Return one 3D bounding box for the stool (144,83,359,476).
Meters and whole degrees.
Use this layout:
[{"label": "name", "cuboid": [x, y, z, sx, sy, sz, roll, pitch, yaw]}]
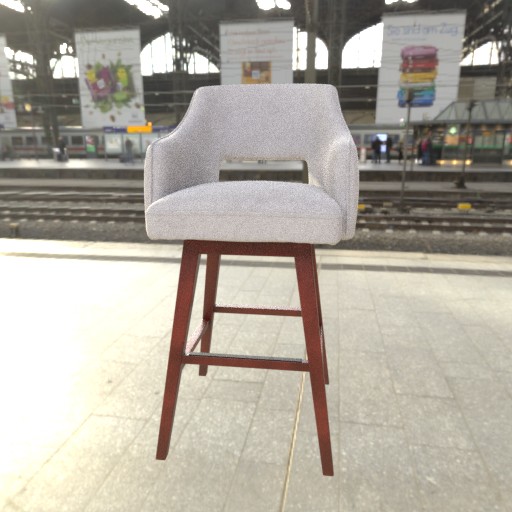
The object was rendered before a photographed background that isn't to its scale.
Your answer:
[{"label": "stool", "cuboid": [0.000, 0.000, 1.301, 0.548, 1.012, 0.558, 2, 14, 7]}]
